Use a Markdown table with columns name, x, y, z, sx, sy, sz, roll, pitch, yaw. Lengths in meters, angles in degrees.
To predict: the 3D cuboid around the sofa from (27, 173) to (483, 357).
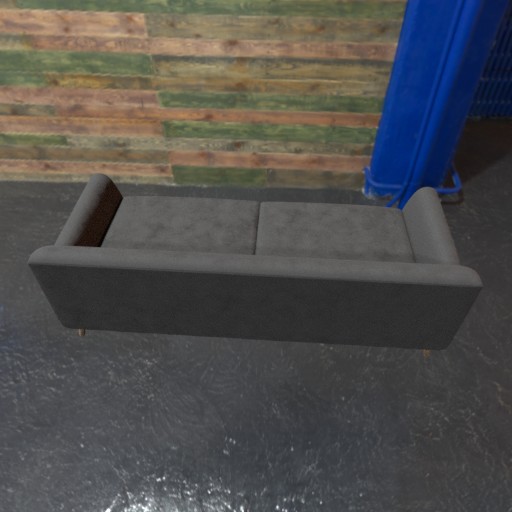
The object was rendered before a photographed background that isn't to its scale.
| name | x | y | z | sx | sy | sz | roll | pitch | yaw |
| --- | --- | --- | --- | --- | --- | --- | --- | --- | --- |
| sofa | 0.000 | 0.000 | 2.653 | 2.190 | 0.740 | 0.900 | 3 | 47 | 3 |
